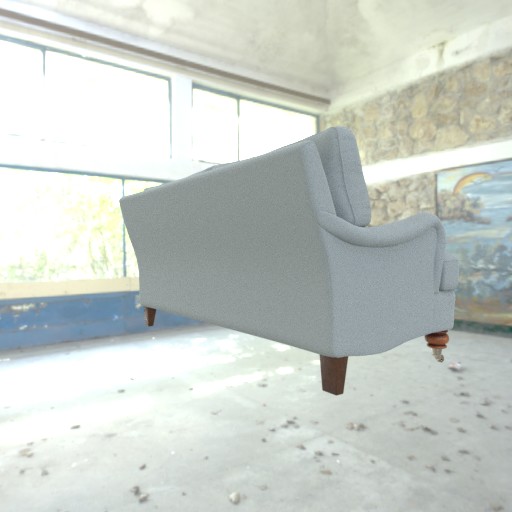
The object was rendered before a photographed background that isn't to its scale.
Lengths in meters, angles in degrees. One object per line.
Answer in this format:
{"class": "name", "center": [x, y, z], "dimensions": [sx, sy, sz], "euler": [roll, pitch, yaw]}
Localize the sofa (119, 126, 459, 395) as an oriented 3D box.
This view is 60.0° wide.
{"class": "sofa", "center": [0.000, 0.000, 2.805], "dimensions": [1.069, 1.096, 2.193], "euler": [0, 1, -35]}
